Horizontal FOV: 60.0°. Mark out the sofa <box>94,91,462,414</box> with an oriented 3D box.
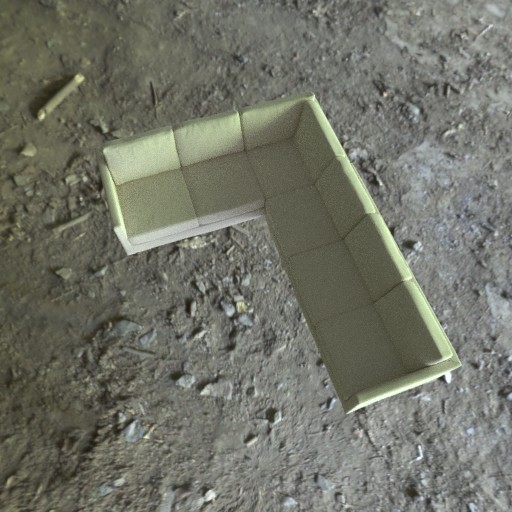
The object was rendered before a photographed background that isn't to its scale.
[{"bbox_3d":[0.000,0.000,4.262,2.432,0.863,3.182,-17,65,-8],"label":"sofa"}]
